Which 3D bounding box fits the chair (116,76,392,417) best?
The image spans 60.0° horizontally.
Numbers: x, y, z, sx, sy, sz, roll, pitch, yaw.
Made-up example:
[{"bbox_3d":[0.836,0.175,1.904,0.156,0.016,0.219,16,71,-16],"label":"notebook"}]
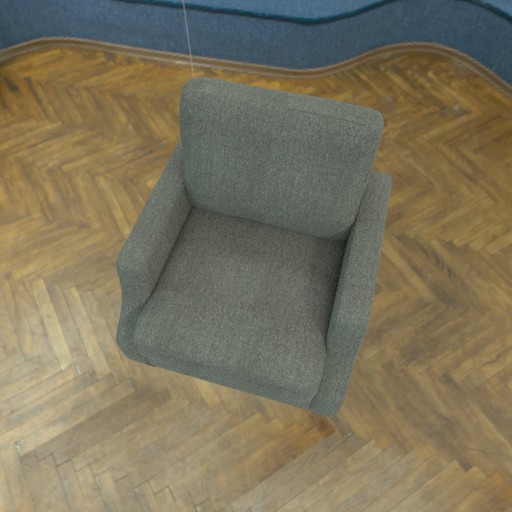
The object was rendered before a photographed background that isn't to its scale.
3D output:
[{"bbox_3d":[0.000,0.000,1.648,0.855,0.993,0.897,14,59,8],"label":"chair"}]
